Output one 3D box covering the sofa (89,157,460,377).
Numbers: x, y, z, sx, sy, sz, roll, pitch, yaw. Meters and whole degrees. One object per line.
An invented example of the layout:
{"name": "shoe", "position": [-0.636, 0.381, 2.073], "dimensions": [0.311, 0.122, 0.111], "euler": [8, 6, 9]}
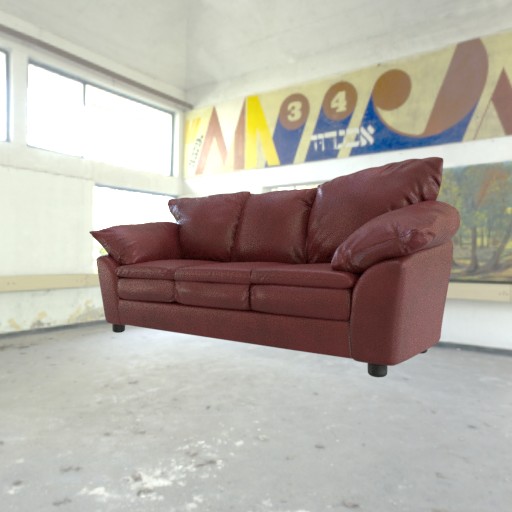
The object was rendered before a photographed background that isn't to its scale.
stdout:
{"name": "sofa", "position": [0.000, 0.000, 2.842], "dimensions": [2.390, 1.091, 0.907], "euler": [0, 0, 37]}
